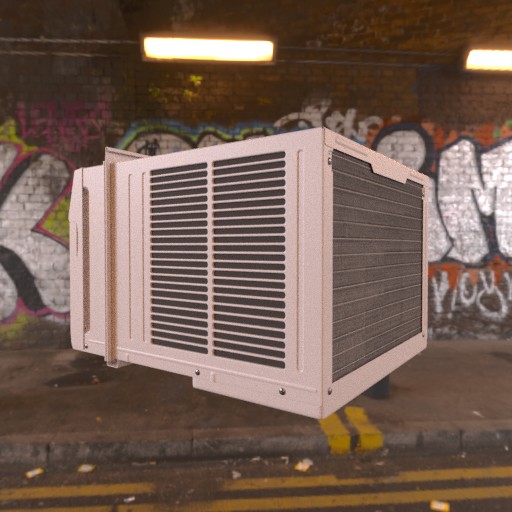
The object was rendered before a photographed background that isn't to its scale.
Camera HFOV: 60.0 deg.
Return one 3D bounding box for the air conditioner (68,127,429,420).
[{"bbox_3d":[0.000,0.000,0.889,0.546,0.388,0.503,1,2,35],"label":"air conditioner"}]
